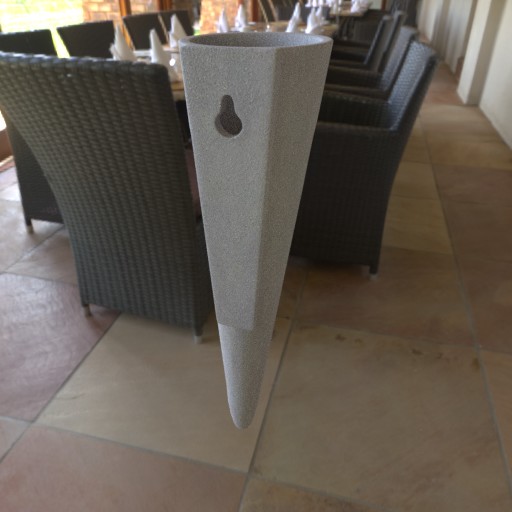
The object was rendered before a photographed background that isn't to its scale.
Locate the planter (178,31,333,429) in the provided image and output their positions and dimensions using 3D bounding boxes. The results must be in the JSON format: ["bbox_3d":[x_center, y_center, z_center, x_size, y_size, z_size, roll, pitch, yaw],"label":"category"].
[{"bbox_3d":[0.000,0.000,0.293,0.078,0.259,0.087,9,32,15],"label":"planter"}]
